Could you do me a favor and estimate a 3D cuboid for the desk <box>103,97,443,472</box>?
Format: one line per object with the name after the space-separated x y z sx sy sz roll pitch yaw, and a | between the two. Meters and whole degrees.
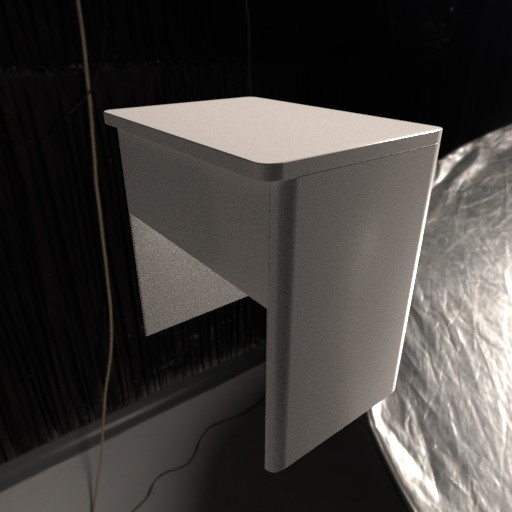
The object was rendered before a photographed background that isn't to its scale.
0.000 0.000 1.332 0.549 0.800 0.762 -19 32 -33 | desk
